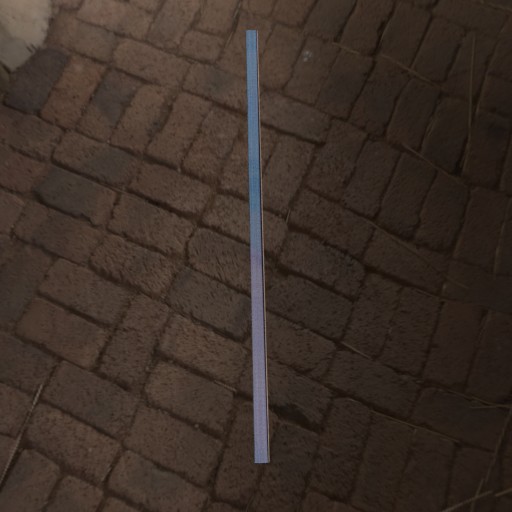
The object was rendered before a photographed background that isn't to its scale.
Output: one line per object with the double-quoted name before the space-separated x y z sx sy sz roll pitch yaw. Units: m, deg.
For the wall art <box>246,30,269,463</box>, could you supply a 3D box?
"wall art" 0.000 0.000 1.492 0.034 0.756 1.137 -1 76 0
